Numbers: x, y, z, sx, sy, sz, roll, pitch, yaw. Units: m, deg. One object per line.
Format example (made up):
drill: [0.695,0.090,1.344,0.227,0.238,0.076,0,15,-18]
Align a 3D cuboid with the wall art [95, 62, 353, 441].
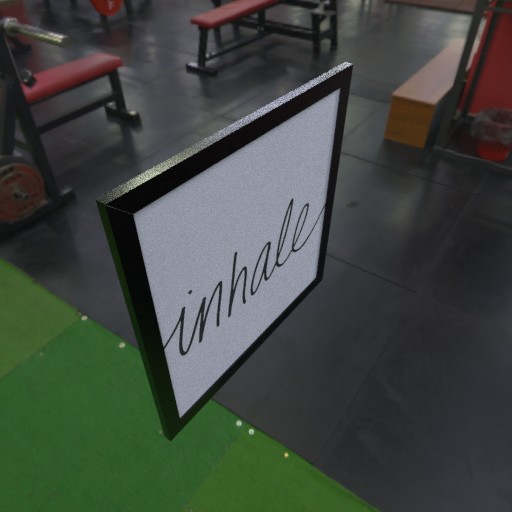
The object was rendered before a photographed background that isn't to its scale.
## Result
wall art: [0.000,0.000,0.667,0.014,0.445,0.446,27,49,27]
